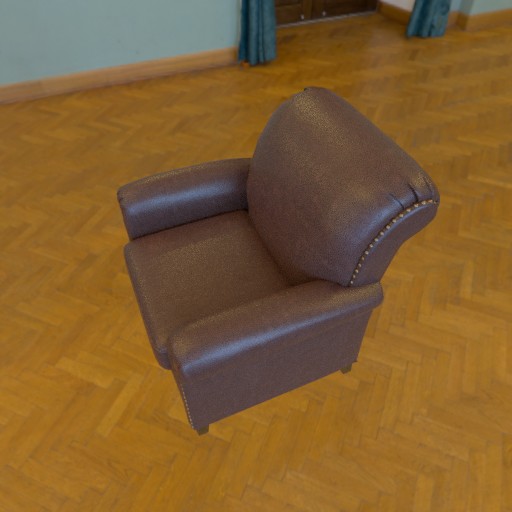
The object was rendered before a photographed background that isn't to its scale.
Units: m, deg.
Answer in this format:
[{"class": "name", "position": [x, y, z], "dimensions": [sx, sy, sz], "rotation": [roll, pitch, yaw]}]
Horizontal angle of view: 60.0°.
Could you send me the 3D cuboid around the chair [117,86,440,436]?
[{"class": "chair", "position": [0.000, 0.000, 1.613], "dimensions": [0.890, 0.927, 0.854], "rotation": [-17, 49, -16]}]
